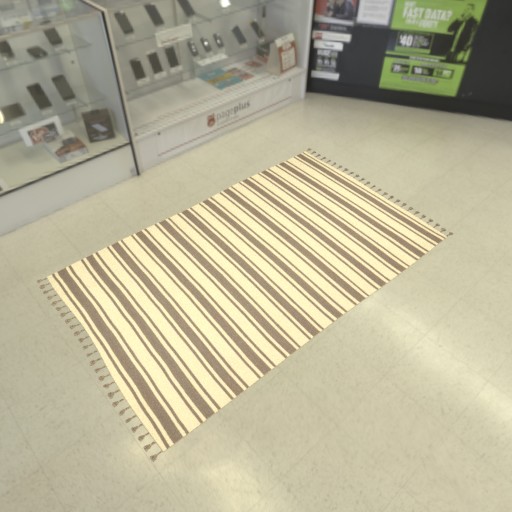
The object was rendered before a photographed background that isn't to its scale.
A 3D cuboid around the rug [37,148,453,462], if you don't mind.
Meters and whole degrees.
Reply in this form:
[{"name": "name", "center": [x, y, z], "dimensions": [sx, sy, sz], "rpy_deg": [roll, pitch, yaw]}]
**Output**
[{"name": "rug", "center": [0.000, 0.000, 2.534], "dimensions": [2.096, 0.011, 1.229], "rpy_deg": [-31, 53, -26]}]
